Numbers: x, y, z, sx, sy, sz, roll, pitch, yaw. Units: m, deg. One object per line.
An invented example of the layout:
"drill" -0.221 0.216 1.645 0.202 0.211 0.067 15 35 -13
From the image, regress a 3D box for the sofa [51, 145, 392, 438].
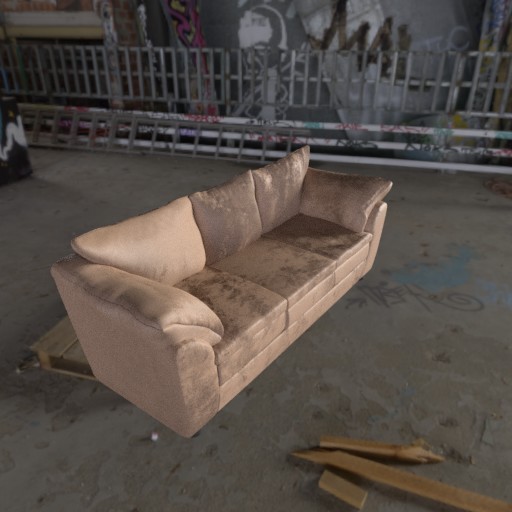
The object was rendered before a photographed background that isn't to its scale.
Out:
"sofa" 0.000 0.000 2.875 0.893 0.981 2.377 18 32 32
